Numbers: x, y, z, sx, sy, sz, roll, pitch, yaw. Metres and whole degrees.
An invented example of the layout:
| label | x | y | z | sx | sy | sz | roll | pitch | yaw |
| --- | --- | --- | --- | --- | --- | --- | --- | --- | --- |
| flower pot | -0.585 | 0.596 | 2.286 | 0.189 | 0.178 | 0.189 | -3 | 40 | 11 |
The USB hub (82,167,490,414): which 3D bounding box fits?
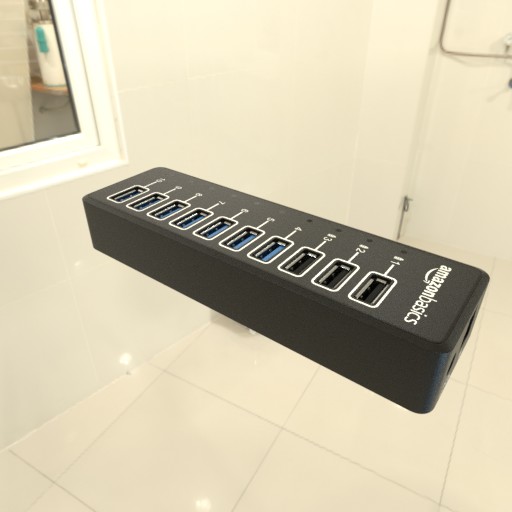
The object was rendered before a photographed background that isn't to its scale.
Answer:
| label | x | y | z | sx | sy | sz | roll | pitch | yaw |
| --- | --- | --- | --- | --- | --- | --- | --- | --- | --- |
| USB hub | 0.000 | 0.000 | 0.160 | 0.145 | 0.023 | 0.044 | 22 | 39 | 30 |
